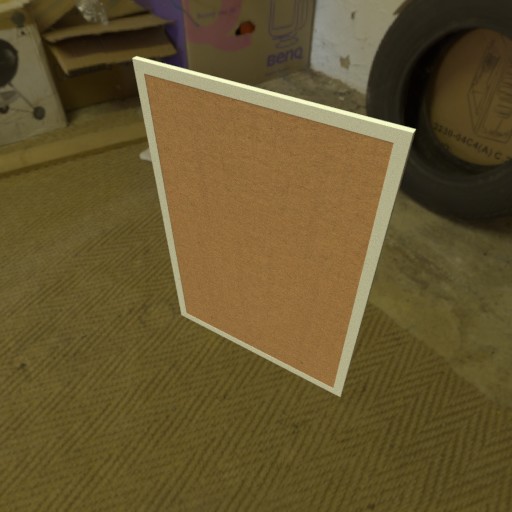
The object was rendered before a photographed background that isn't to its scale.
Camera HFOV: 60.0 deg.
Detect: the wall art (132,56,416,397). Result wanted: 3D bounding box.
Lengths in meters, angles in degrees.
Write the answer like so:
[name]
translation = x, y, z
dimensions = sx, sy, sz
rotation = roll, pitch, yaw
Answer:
[wall art]
translation = 0.000, 0.000, 1.251
dimensions = 0.660, 0.965, 0.015
rotation = 23, 49, 21
